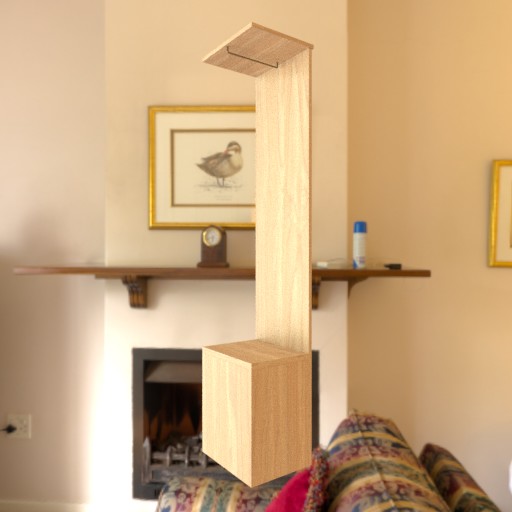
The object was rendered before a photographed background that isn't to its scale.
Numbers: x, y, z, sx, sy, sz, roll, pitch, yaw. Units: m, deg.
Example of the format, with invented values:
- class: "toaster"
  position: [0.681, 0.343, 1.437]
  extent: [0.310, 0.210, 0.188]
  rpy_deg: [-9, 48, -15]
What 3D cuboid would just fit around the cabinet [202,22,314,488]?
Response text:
- class: "cabinet"
  position: [0.000, 0.000, 2.045]
  extent: [0.338, 1.879, 0.411]
  rpy_deg: [0, 0, -36]
